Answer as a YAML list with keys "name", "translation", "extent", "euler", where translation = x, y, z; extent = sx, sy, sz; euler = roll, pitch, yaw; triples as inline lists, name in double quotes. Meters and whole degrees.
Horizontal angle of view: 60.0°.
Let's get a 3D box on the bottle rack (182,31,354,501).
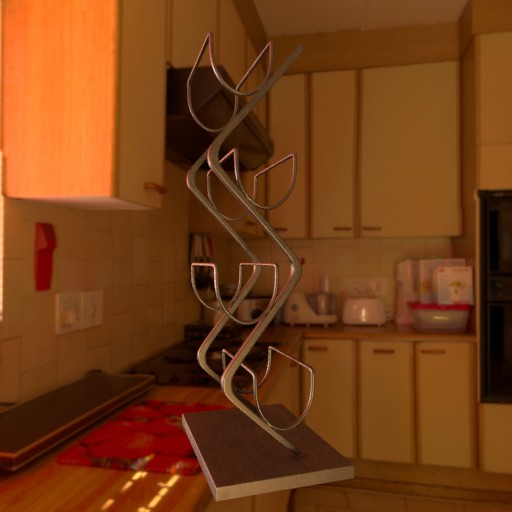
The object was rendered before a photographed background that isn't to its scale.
- name: "bottle rack"
  translation: [0.000, 0.000, 0.651]
  extent: [0.178, 0.559, 0.254]
  euler: [0, -1, -18]
